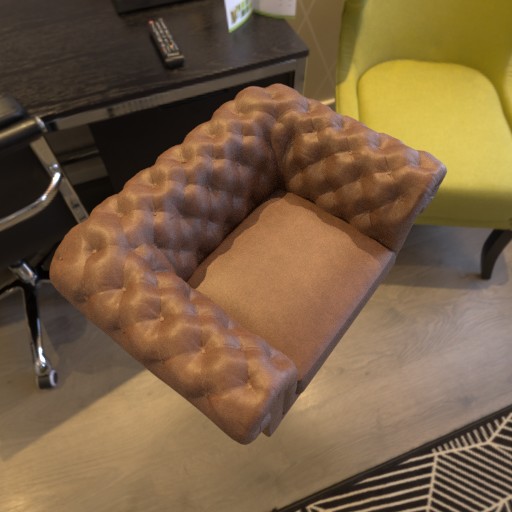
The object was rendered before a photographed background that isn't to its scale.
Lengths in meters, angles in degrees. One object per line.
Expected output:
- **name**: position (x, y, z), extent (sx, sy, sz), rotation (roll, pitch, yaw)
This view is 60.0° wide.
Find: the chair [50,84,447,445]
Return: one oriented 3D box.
- **chair**: position (0.000, 0.000, 1.862), extent (0.954, 0.784, 1.298), rotation (33, 63, 19)
